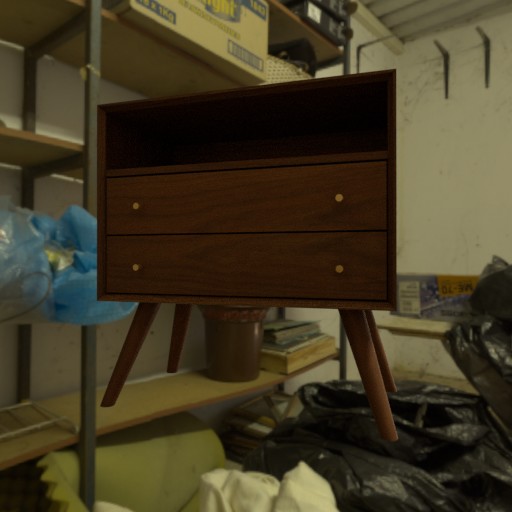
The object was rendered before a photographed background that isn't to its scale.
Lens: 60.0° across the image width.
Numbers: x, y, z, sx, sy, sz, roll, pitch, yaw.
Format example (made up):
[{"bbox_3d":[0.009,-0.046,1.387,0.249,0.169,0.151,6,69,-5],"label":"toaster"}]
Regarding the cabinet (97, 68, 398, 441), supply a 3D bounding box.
[{"bbox_3d":[0.000,0.000,1.172,0.712,0.748,0.388,0,0,17],"label":"cabinet"}]
